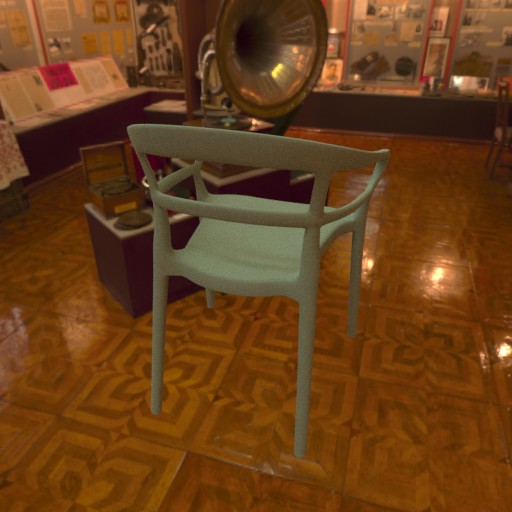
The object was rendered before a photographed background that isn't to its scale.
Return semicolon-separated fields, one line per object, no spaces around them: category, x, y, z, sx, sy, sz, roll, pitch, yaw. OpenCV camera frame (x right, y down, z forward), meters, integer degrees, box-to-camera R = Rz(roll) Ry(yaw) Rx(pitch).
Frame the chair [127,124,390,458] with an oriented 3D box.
chair;0.000;0.000;1.121;0.559;0.761;0.527;10;31;16
